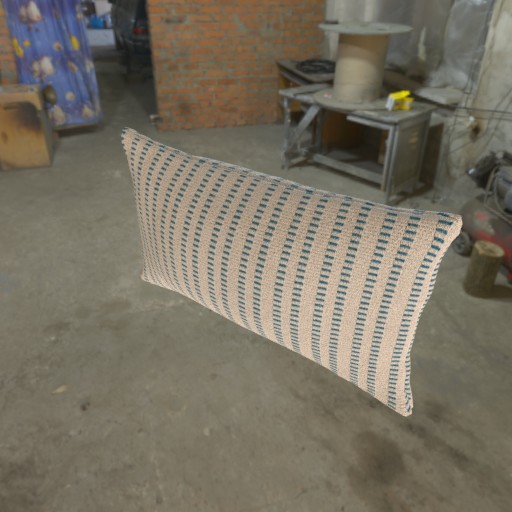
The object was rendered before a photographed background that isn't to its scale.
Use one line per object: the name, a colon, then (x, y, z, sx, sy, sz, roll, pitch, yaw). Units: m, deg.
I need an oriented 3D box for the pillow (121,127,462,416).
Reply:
pillow: (0.000, 0.000, 0.788, 0.640, 0.353, 0.210, 22, 38, 31)
